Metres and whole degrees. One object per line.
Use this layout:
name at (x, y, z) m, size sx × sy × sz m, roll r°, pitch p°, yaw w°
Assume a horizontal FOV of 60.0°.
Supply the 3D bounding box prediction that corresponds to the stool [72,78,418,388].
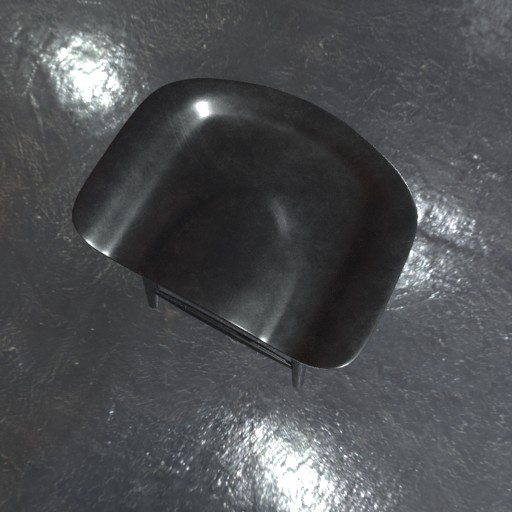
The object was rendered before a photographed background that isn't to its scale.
stool at (0.000, 0.000, 0.850) m, size 0.440 × 0.615 × 0.361 m, roll 28°, pitch 78°, yaw 7°
